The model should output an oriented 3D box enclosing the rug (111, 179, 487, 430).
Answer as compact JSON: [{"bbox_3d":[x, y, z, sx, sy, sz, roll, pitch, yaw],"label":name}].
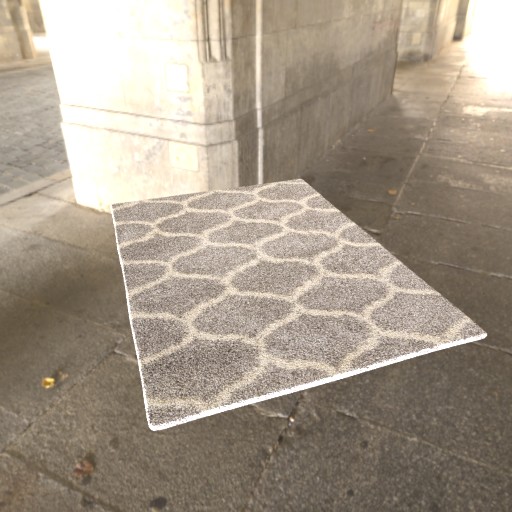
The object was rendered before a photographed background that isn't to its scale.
[{"bbox_3d":[0.000,0.000,2.059,1.200,0.025,1.600,-10,33,-17],"label":"rug"}]
